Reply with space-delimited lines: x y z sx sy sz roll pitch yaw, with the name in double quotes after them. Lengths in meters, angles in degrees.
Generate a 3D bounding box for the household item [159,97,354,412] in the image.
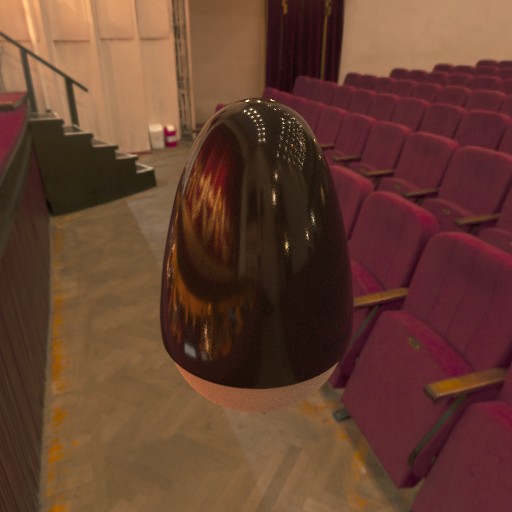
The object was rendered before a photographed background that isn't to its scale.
0.000 0.000 0.224 0.102 0.152 0.104 -7 27 -14 "household item"
